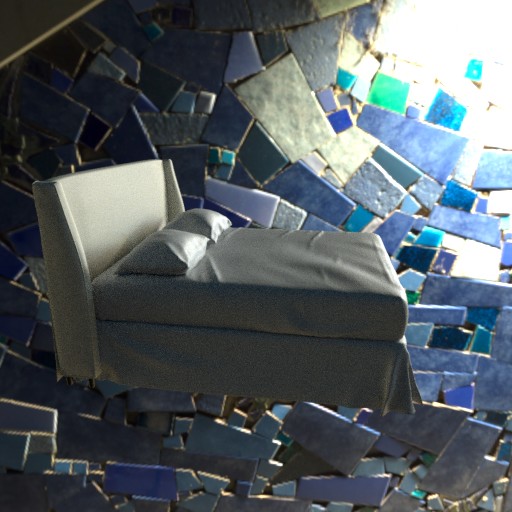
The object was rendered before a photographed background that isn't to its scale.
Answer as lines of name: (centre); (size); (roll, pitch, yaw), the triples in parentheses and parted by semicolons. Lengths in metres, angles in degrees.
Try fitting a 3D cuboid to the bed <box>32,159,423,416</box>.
bed: (0.000, 0.000, 3.386); (2.276, 1.332, 1.925); (3, 16, 9)
